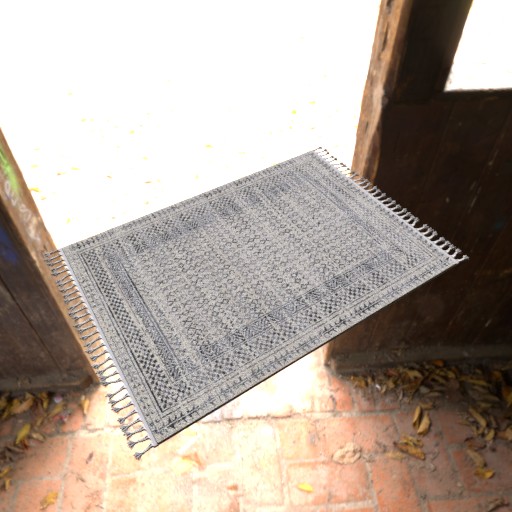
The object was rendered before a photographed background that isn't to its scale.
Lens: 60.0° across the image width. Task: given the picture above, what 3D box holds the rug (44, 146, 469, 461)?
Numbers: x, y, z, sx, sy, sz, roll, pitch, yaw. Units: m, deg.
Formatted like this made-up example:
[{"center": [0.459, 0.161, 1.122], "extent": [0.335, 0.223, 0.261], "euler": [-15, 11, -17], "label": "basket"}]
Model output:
[{"center": [0.000, 0.000, 2.303], "extent": [1.872, 0.013, 1.243], "euler": [-25, 52, -22], "label": "rug"}]
